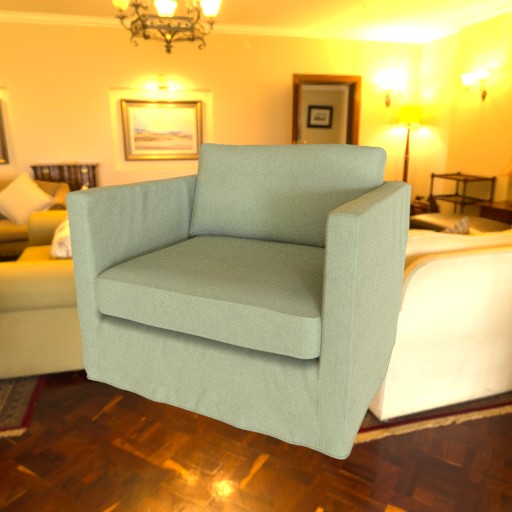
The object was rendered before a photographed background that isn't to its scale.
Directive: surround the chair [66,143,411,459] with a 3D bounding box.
[{"bbox_3d":[0.000,0.000,1.766,1.057,0.863,0.949,7,17,25],"label":"chair"}]
